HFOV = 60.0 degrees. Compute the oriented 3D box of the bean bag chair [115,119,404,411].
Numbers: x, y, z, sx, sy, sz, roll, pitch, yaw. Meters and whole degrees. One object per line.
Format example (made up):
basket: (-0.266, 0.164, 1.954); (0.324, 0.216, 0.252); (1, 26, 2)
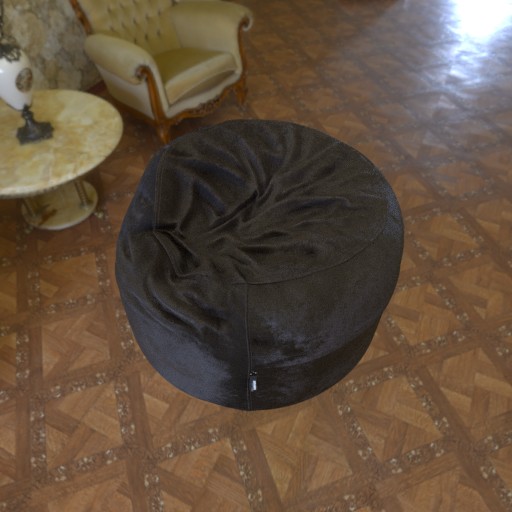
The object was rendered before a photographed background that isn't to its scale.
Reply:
bean bag chair: (0.000, 0.000, 1.498); (0.918, 0.605, 0.918); (0, 47, 0)
